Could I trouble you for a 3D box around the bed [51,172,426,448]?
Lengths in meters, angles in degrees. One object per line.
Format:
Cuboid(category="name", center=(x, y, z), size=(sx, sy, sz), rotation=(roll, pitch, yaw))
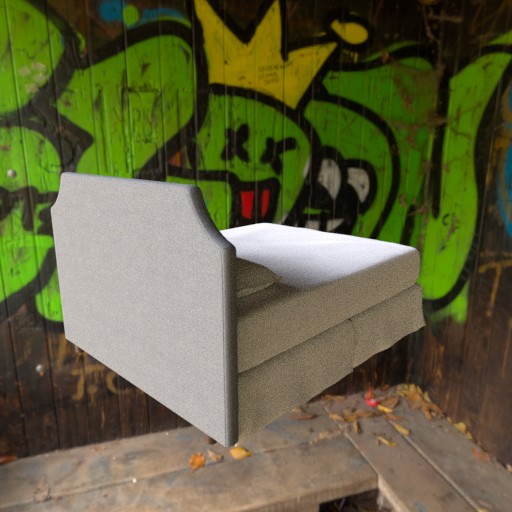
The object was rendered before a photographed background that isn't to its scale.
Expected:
Cuboid(category="bed", center=(0.000, 0.000, 3.352), size=(1.811, 1.296, 2.259), rotation=(13, 20, 42))
